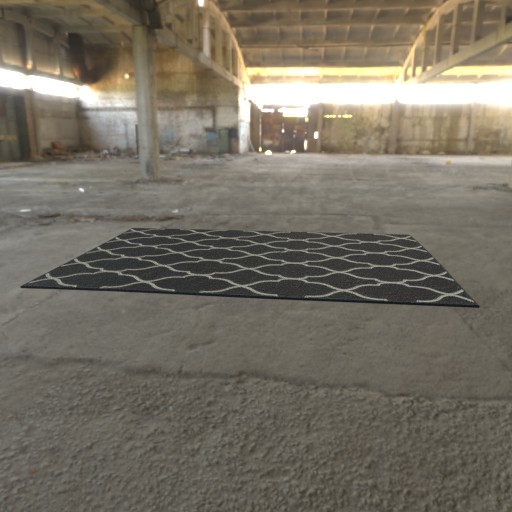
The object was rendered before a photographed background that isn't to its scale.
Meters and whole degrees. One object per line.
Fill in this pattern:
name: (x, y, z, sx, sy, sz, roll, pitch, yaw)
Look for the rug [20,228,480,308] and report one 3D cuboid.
rug: (0.000, 0.000, 2.898, 2.290, 0.014, 1.526, 2, 15, 7)
